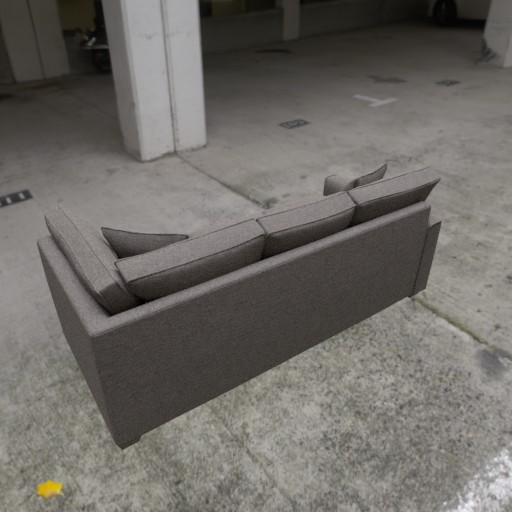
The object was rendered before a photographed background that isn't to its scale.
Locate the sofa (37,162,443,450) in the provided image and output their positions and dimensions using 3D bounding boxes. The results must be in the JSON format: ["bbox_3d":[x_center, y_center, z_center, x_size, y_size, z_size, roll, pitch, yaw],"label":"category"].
[{"bbox_3d":[0.000,0.000,2.812,2.317,0.962,1.061,-20,36,-29],"label":"sofa"}]
